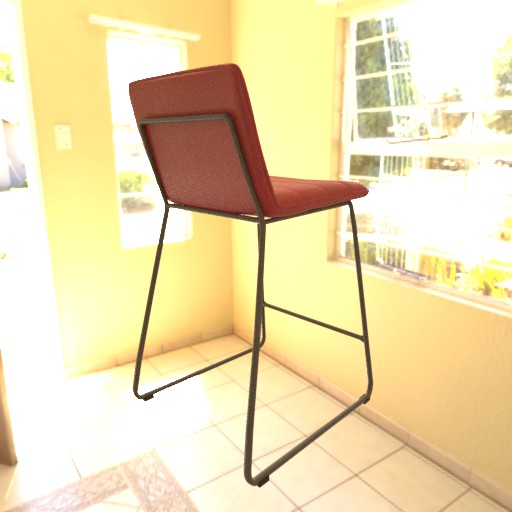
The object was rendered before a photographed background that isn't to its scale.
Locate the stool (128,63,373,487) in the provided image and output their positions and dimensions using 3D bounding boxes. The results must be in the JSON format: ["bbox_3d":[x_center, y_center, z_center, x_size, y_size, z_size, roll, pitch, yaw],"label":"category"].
[{"bbox_3d":[0.000,0.000,1.177,0.524,0.866,0.489,-14,20,-43],"label":"stool"}]
